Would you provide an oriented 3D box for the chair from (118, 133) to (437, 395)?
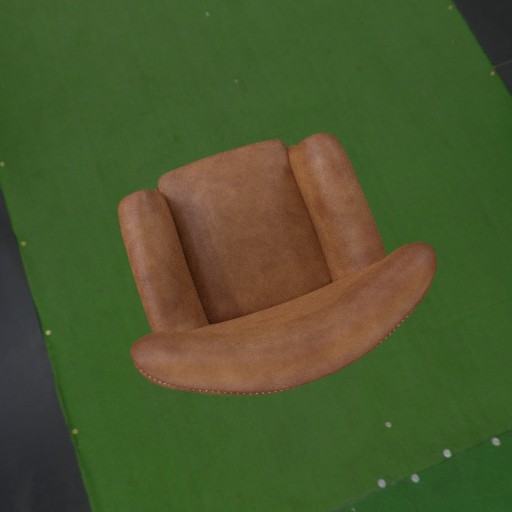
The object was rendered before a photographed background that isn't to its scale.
[{"bbox_3d":[0.000,0.000,1.638,0.861,0.936,0.921,-19,76,-5],"label":"chair"}]
